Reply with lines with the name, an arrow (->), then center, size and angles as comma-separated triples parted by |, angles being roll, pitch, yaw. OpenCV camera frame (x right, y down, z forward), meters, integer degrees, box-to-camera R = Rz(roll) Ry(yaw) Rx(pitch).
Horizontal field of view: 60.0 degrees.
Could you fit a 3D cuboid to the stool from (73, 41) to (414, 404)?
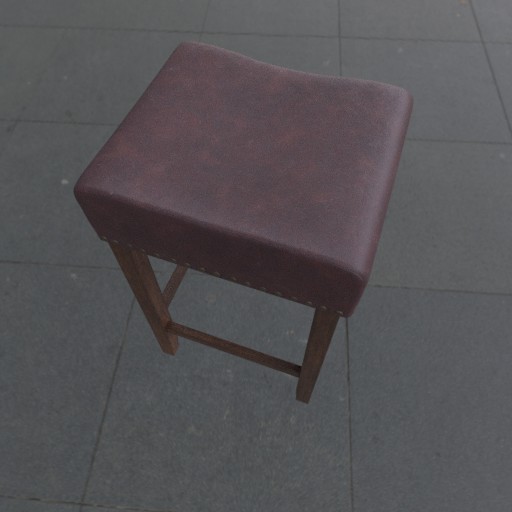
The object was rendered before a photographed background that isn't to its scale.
stool -> 0.000, 0.000, 1.038 | 0.465, 0.769, 0.401 | 17, 60, 10
